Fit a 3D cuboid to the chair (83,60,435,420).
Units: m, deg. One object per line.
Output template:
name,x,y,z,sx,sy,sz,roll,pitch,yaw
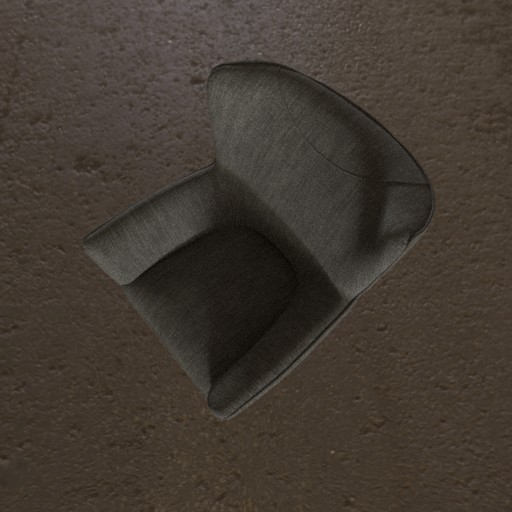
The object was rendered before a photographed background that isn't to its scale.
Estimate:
chair,0.000,0.000,1.557,0.888,0.933,0.781,-38,70,-17
